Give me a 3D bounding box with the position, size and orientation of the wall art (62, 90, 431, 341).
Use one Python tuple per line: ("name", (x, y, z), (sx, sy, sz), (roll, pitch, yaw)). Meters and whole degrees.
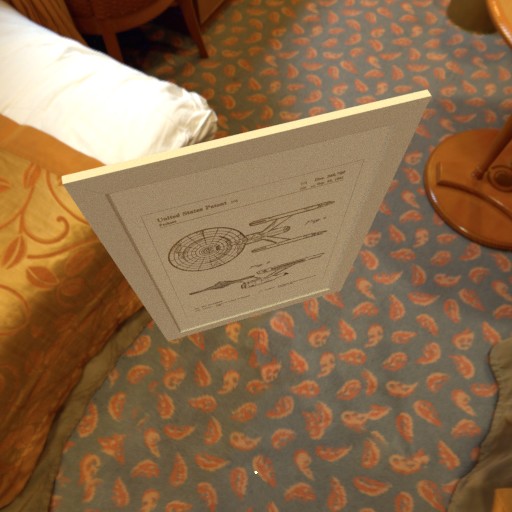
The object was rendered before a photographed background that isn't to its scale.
("wall art", (0.000, 0.000, 0.820), (0.454, 0.659, 0.011), (-15, 65, -7))
